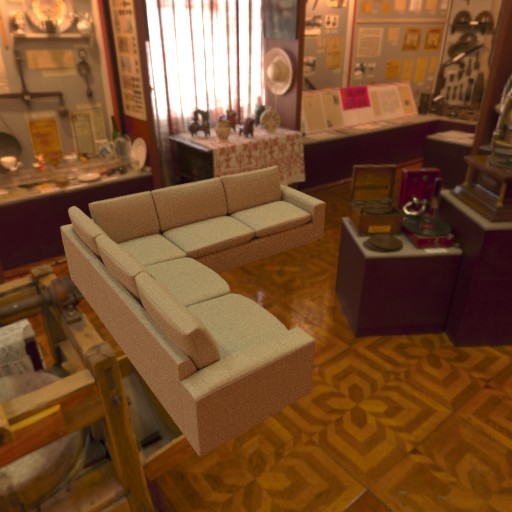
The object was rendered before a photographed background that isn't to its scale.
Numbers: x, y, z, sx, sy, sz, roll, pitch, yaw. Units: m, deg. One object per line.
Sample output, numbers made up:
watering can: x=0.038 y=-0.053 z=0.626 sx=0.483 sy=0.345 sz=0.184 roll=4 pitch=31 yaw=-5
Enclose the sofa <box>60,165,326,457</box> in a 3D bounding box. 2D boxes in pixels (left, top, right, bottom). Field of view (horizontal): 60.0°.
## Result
sofa: x=0.000 y=0.000 z=4.087 sx=2.742 sy=0.800 sz=2.622 roll=-19 pitch=32 yaw=-32
